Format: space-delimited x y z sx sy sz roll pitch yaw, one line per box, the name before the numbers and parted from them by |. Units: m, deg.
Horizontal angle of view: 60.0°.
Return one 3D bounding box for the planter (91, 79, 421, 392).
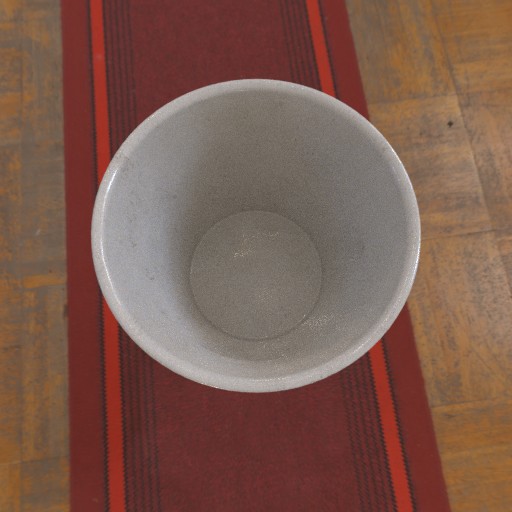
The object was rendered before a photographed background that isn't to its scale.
planter | 0.000 0.000 0.456 0.260 0.220 0.260 0 75 0
